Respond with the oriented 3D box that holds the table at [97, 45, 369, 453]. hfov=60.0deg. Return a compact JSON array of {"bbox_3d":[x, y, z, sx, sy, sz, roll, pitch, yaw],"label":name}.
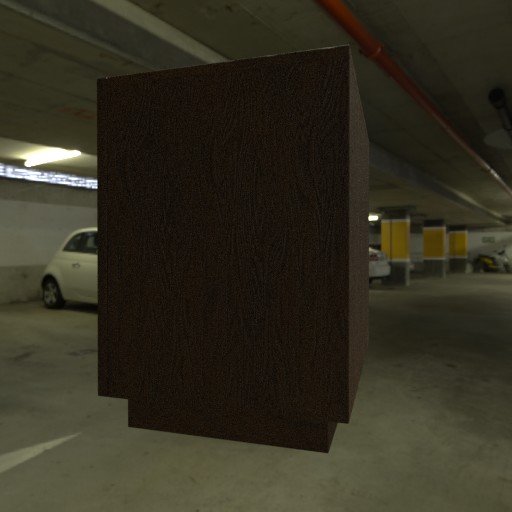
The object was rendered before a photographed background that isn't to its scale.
[{"bbox_3d":[0.000,0.000,0.940,0.439,0.585,0.560,0,1,17],"label":"table"}]
